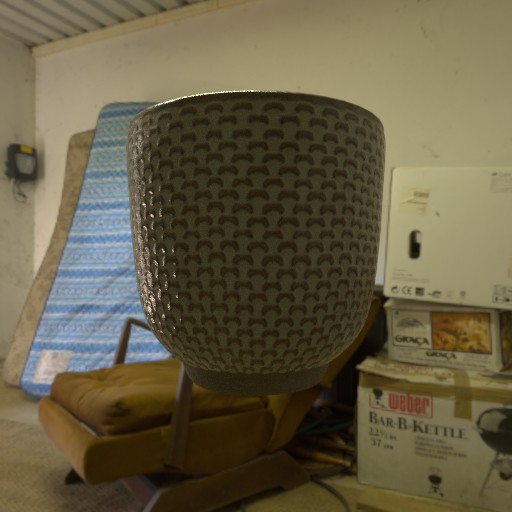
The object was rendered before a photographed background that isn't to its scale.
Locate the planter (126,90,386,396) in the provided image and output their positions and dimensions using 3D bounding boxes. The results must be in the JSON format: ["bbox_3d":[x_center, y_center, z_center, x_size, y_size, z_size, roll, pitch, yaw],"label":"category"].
[{"bbox_3d":[0.000,0.000,0.350,0.197,0.191,0.197,0,0,0],"label":"planter"}]
